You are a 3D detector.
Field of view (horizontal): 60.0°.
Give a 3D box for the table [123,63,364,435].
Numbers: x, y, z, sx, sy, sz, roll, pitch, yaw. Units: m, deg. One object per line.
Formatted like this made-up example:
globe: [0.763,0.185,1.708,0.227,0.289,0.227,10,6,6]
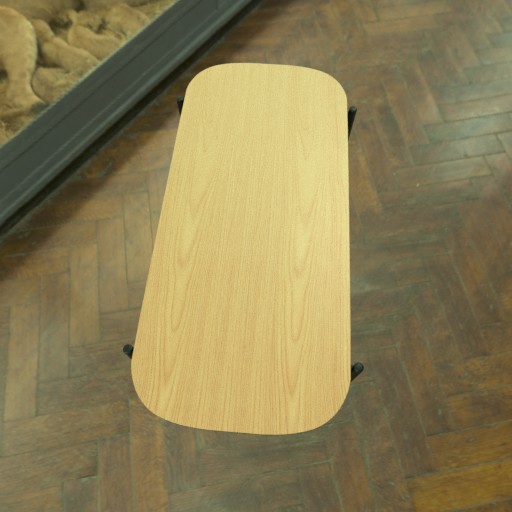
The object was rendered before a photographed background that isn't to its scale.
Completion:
table: [0.000,0.000,1.034,0.400,0.400,0.800,4,64,2]
